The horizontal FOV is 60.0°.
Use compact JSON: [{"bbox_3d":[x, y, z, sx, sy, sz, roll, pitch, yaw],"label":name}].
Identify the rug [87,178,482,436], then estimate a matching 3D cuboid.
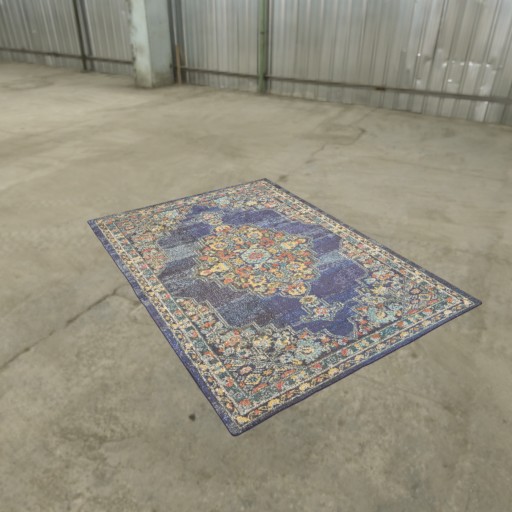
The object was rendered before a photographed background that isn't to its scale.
[{"bbox_3d":[0.000,0.000,2.924,1.630,0.009,2.232,-18,36,-27],"label":"rug"}]
